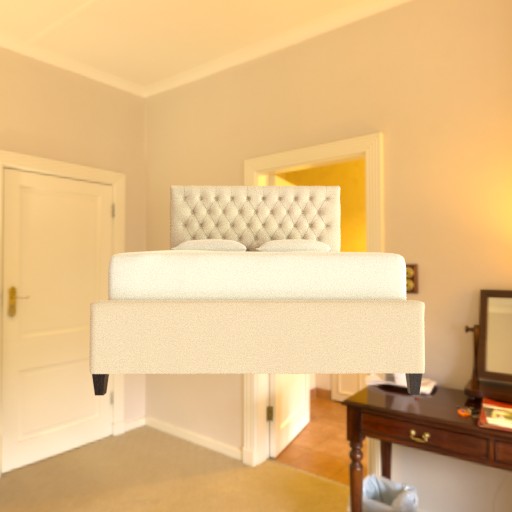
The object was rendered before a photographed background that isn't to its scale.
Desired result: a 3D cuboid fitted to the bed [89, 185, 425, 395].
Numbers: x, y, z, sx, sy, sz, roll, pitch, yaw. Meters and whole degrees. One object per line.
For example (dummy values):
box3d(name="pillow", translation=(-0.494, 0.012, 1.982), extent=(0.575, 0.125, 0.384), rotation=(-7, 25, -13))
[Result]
box3d(name="bed", translation=(0.000, 0.000, 3.309), extent=(1.696, 1.426, 2.233), rotation=(0, -1, 0))
